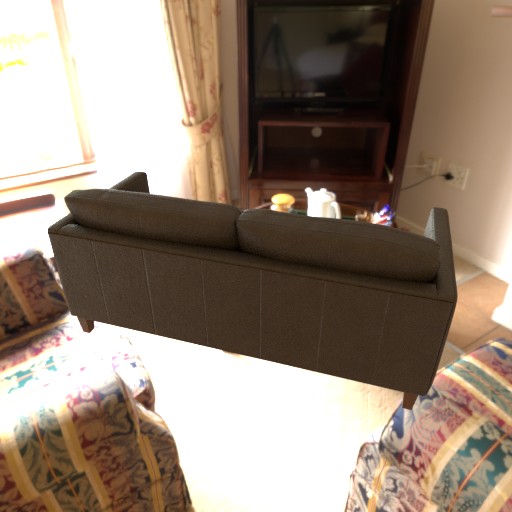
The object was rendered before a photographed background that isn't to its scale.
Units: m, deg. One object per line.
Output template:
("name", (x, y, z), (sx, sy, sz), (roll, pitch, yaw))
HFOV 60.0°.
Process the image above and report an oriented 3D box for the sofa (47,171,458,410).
("sofa", (0.000, 0.000, 2.484), (1.971, 0.863, 0.933), (9, 32, 15))
